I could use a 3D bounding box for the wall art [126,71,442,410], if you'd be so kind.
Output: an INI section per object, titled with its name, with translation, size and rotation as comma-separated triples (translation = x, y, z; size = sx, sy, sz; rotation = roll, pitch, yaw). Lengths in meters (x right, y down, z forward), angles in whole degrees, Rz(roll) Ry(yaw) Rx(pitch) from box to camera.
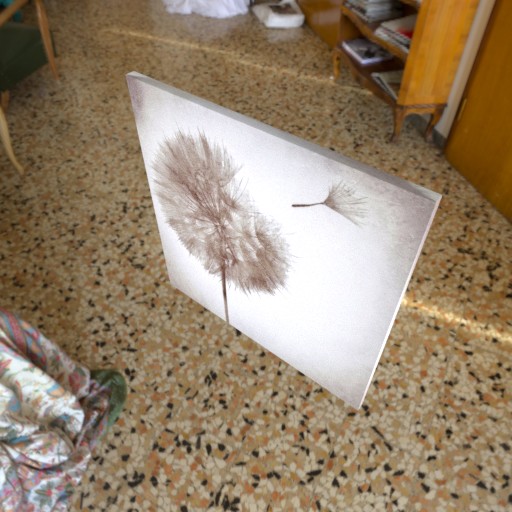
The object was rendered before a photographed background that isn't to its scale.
[wall art]
translation = 0.000, 0.000, 1.161
size = 0.762, 0.762, 0.027
rotation = 30, 53, 25
